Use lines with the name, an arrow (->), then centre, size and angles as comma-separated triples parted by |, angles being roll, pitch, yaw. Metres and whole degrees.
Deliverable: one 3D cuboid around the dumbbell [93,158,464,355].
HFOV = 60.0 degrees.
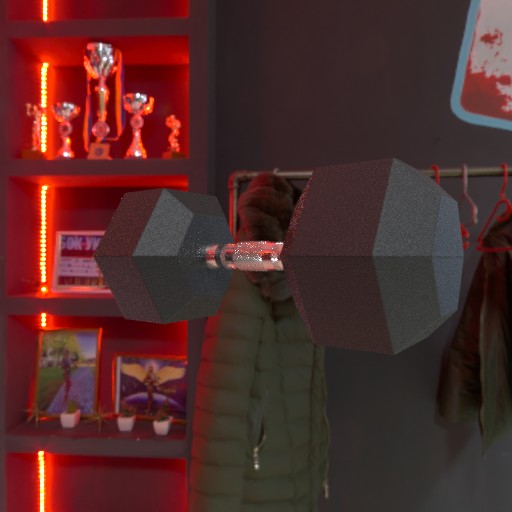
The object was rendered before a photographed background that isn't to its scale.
dumbbell -> 0.000, 0.000, 0.330 | 0.271, 0.106, 0.122 | 0, 0, 36
